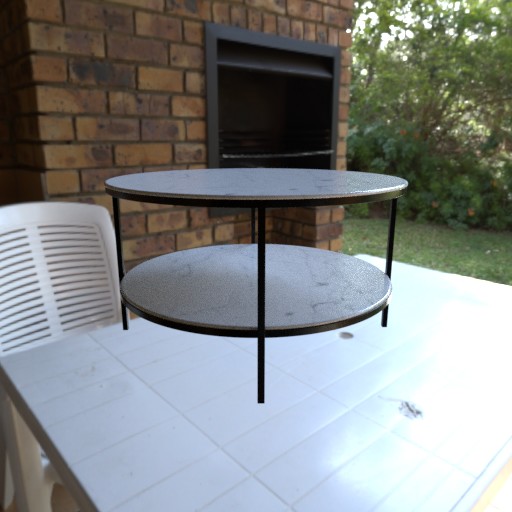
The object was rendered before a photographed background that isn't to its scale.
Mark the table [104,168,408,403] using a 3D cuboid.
[{"bbox_3d":[0.000,0.000,1.286,0.800,0.450,0.800,0,15,0],"label":"table"}]
